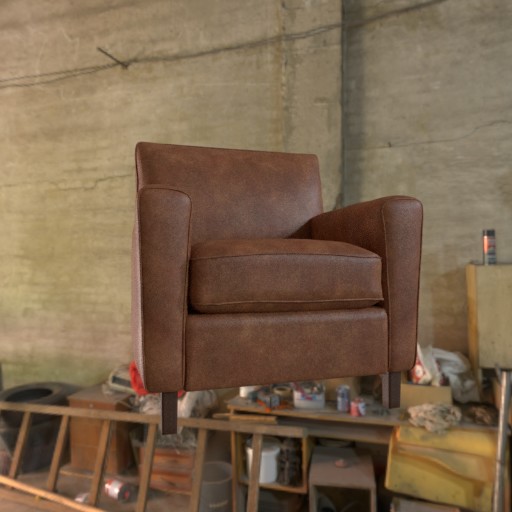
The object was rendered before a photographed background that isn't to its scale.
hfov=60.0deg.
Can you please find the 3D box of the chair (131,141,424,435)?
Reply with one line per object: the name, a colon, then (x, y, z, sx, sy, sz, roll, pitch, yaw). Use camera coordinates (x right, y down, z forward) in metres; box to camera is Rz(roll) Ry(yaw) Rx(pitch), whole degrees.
chair: (0.000, 0.000, 1.609, 0.870, 0.943, 0.823, 0, 0, -17)
